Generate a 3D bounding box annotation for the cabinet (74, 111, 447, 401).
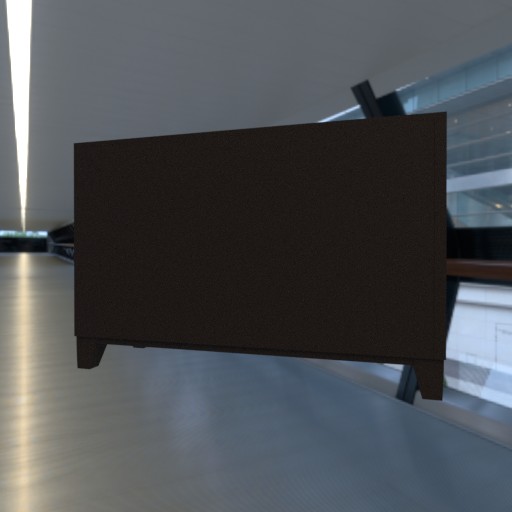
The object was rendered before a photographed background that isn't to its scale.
[{"bbox_3d":[0.000,0.000,1.826,1.396,0.914,0.482,0,0,17],"label":"cabinet"}]
